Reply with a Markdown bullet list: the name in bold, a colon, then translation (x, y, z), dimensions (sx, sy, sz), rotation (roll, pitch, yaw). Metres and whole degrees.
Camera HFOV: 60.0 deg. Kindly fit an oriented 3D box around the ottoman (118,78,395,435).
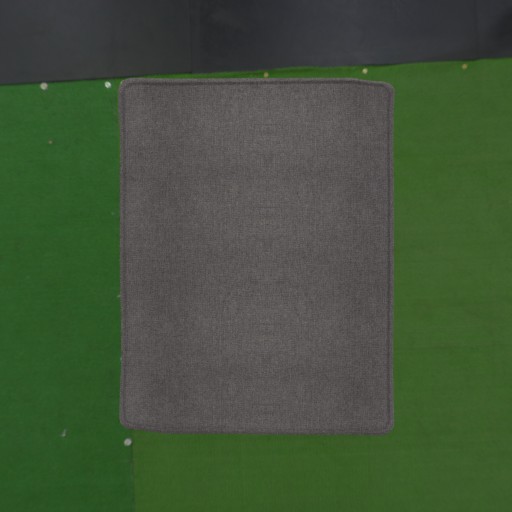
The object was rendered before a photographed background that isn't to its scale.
- **ottoman**: translation (0.000, 0.000, 1.209), dimensions (0.652, 0.492, 0.833), rotation (0, 90, 1)
